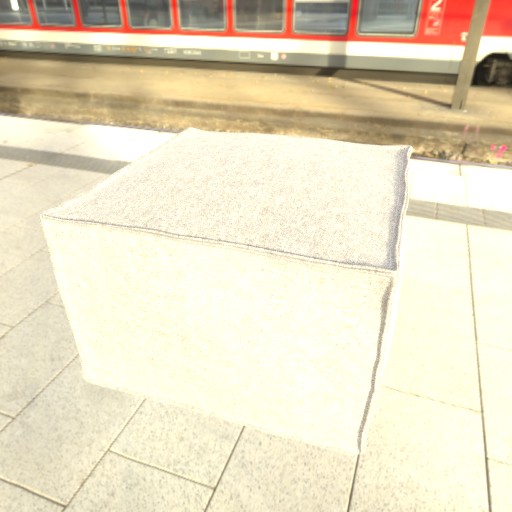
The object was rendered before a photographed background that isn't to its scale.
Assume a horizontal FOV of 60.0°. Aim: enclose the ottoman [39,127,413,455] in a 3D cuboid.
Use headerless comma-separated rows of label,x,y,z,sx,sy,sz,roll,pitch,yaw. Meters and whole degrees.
ottoman,0.000,0.000,1.131,0.707,0.470,0.696,10,33,15
